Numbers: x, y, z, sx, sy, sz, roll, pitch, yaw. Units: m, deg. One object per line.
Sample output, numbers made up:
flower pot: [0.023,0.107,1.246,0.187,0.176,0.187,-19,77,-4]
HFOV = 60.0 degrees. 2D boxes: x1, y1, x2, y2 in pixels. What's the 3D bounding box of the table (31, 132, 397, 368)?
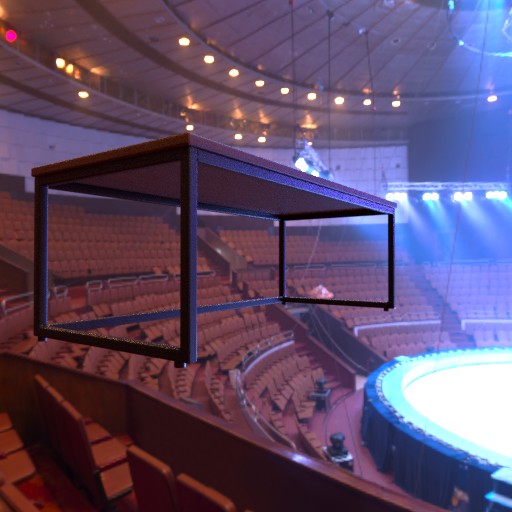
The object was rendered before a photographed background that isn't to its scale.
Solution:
table: [0.000,0.000,1.329,0.500,0.400,1.100,-1,-1,35]
